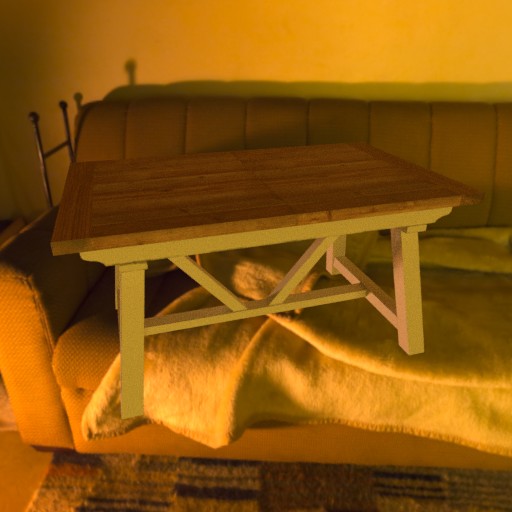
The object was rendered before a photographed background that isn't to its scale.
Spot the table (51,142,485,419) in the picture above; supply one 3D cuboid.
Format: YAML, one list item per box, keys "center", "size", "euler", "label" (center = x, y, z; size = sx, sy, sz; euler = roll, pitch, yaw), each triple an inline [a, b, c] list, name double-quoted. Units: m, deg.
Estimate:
- center: [0.000, 0.000, 2.011]
  size: [1.503, 0.743, 0.922]
  euler: [-8, 27, -15]
  label: "table"
